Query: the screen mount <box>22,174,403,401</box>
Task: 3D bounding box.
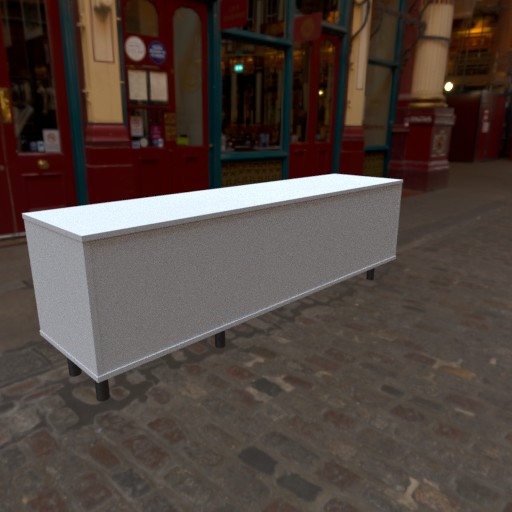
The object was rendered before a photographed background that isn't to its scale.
[{"bbox_3d":[0.000,0.000,1.813,0.418,0.520,1.600,16,22,43],"label":"screen mount"}]
